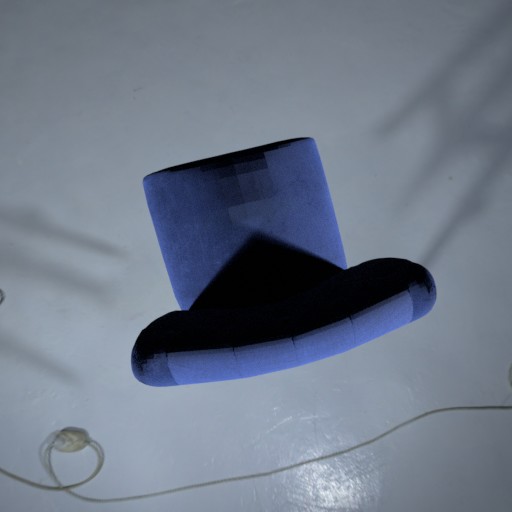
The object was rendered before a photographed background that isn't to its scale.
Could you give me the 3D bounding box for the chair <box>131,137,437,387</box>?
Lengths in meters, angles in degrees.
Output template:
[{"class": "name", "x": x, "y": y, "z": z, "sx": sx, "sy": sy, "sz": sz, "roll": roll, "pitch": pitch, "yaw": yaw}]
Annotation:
[{"class": "chair", "x": 0.000, "y": 0.000, "z": 1.218, "sx": 0.585, "sy": 0.753, "sz": 0.606, "roll": -14, "pitch": 77, "yaw": -3}]
